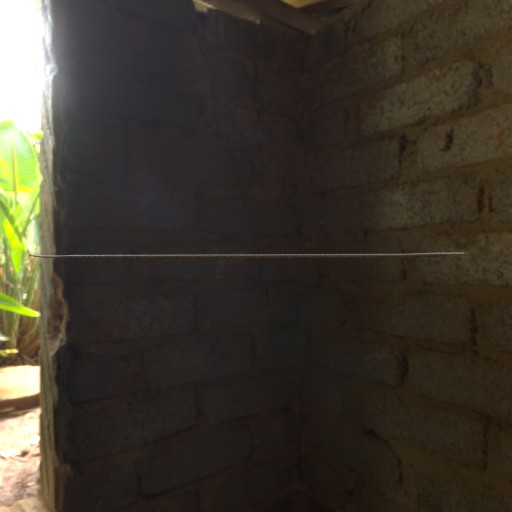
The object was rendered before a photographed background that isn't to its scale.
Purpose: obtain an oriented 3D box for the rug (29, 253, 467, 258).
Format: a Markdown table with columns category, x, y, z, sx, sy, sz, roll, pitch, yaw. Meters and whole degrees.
| category | x | y | z | sx | sy | sz | roll | pitch | yaw |
| --- | --- | --- | --- | --- | --- | --- | --- | --- | --- |
| rug | 0.000 | 0.000 | 2.444 | 1.947 | 0.023 | 1.214 | 0 | -1 | 16 |
